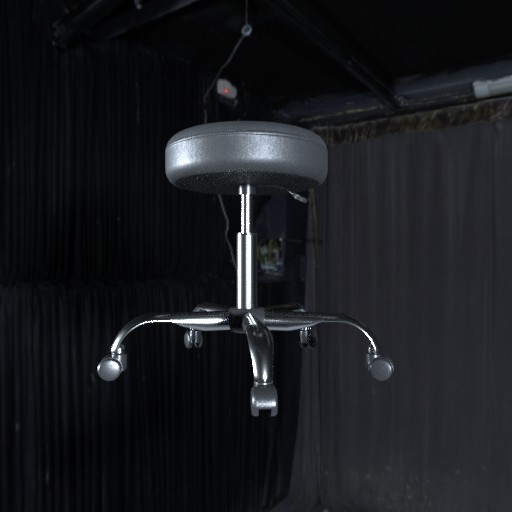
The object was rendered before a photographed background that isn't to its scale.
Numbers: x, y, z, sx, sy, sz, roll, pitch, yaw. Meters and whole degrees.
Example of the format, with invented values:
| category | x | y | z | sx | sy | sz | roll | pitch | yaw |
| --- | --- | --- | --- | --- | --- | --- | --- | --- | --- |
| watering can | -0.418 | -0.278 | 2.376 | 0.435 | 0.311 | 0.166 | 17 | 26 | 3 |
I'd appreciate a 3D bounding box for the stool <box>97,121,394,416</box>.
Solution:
| category | x | y | z | sx | sy | sz | roll | pitch | yaw |
| --- | --- | --- | --- | --- | --- | --- | --- | --- | --- |
| stool | 0.000 | 0.000 | 1.152 | 0.673 | 0.576 | 0.638 | 0 | 0 | 35 |
